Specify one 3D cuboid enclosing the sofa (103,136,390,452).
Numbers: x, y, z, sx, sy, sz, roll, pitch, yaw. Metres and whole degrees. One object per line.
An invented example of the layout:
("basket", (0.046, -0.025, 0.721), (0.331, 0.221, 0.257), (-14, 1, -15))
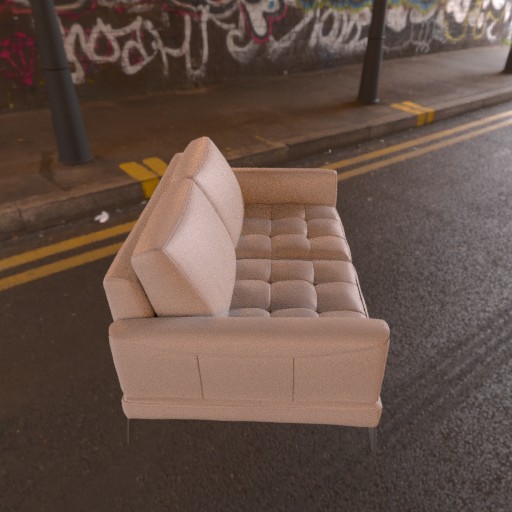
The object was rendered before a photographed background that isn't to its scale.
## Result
("sofa", (0.000, 0.000, 2.465), (1.121, 0.930, 1.819), (1, 32, 2))
